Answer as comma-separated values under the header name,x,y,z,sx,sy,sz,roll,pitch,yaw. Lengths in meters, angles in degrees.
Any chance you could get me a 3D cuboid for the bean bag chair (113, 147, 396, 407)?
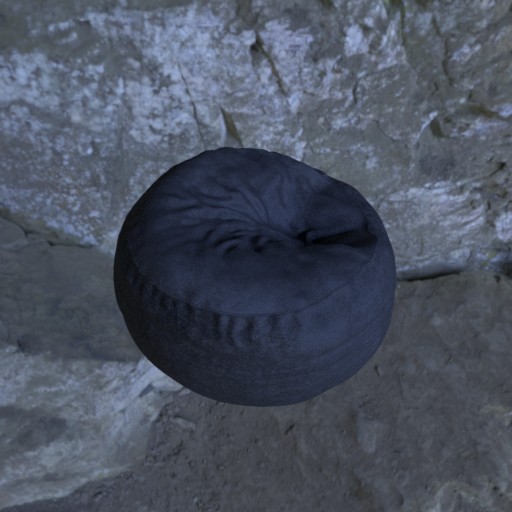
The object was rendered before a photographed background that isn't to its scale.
name,x,y,z,sx,sy,sz,roll,pitch,yaw
bean bag chair,0.000,0.000,2.430,1.525,0.751,1.525,0,45,0
